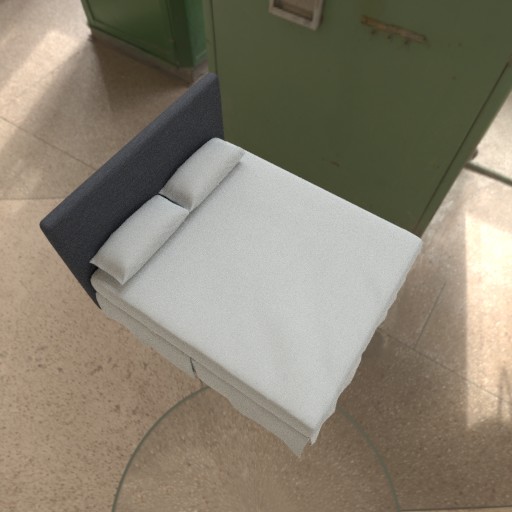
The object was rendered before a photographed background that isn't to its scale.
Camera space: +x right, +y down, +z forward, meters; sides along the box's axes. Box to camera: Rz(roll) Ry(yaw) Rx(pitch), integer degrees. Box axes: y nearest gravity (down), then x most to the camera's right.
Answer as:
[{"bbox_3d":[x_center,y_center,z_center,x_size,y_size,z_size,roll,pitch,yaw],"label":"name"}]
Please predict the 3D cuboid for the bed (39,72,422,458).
[{"bbox_3d":[0.000,0.000,3.408,2.142,1.330,1.884,30,64,17],"label":"bed"}]
